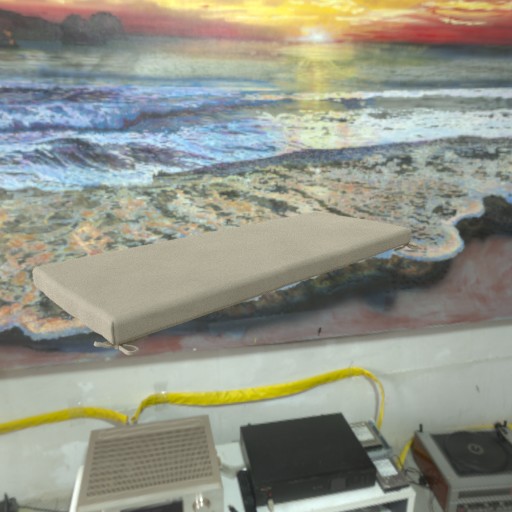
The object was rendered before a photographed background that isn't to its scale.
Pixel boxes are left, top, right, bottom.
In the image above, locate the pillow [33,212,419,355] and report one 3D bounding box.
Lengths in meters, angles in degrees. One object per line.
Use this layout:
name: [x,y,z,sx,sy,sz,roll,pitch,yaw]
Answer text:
pillow: [0.000,0.000,1.358,1.187,0.081,0.492,-15,22,-41]
